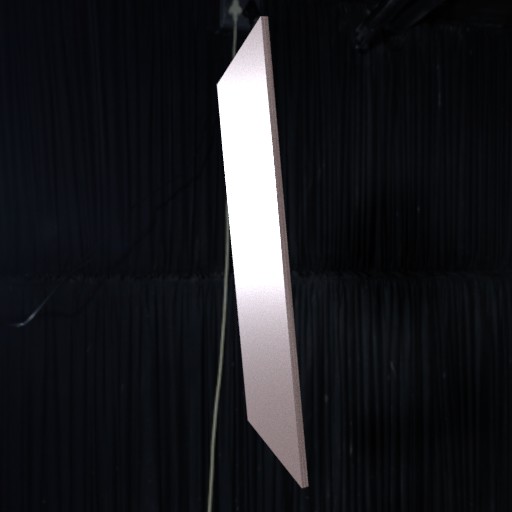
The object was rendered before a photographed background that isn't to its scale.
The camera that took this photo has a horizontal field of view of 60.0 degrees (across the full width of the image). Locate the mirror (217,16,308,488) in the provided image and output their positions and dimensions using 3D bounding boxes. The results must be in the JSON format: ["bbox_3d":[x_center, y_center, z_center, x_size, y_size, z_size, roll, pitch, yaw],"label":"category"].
[{"bbox_3d":[0.000,0.000,2.285,0.221,2.020,0.812,0,1,-18],"label":"mirror"}]
